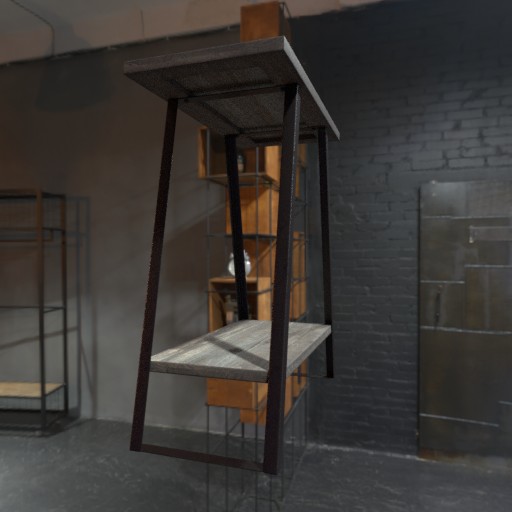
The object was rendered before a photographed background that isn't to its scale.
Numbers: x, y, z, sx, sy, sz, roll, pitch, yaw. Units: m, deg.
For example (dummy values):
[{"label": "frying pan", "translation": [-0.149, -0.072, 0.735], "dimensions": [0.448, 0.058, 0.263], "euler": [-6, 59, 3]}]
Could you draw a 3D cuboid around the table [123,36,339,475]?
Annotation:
[{"label": "table", "translation": [0.000, 0.000, 1.033], "dimensions": [0.300, 0.701, 0.599], "euler": [0, 0, 19]}]
